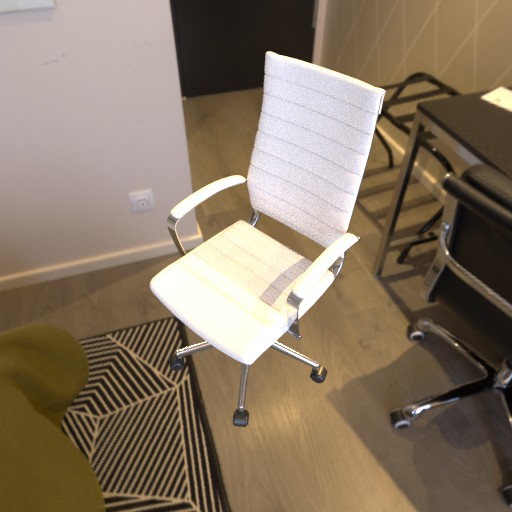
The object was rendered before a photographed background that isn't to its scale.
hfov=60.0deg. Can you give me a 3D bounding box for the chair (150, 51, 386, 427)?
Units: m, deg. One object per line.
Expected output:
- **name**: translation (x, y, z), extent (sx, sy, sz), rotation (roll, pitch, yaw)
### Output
- **chair**: translation (0.000, 0.000, 1.587), extent (0.679, 1.149, 0.679), rotation (32, 53, 28)
